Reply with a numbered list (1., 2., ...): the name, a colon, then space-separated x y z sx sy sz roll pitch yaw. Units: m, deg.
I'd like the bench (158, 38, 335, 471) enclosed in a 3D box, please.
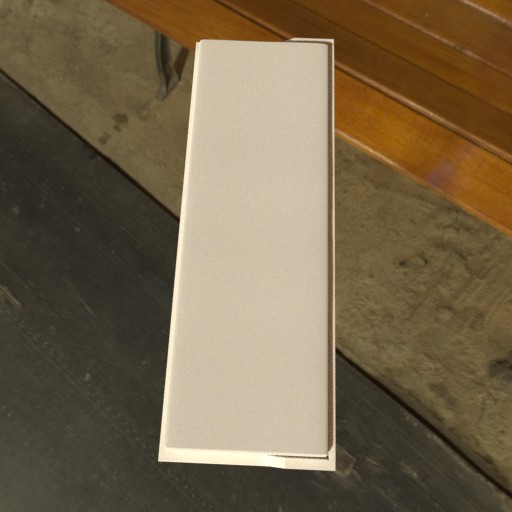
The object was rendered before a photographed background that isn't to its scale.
1. bench: 0.000 0.000 1.240 0.346 0.589 0.987 2 75 1
